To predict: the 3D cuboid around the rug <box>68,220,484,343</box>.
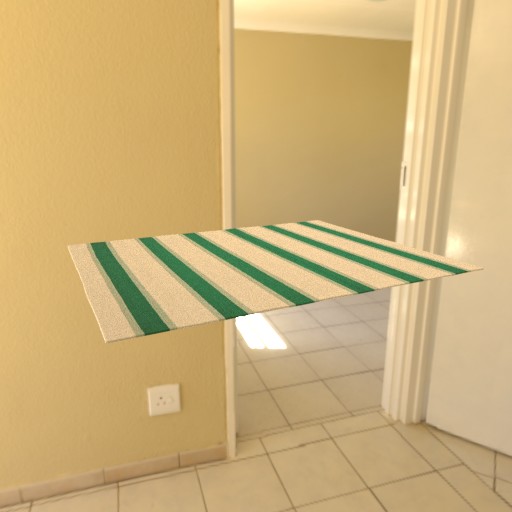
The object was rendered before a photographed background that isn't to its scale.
[{"bbox_3d":[0.000,0.000,4.086,3.041,0.019,2.434,-8,17,-26],"label":"rug"}]
